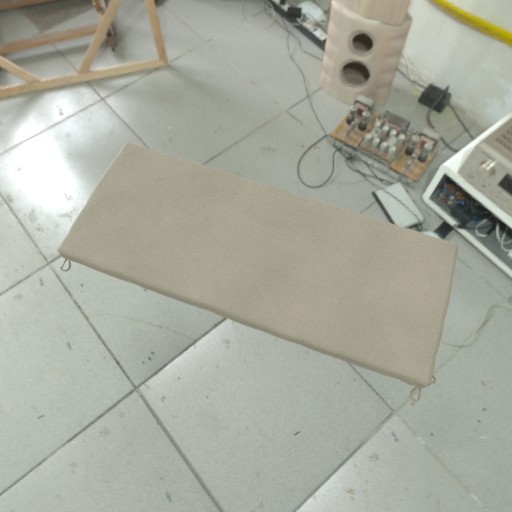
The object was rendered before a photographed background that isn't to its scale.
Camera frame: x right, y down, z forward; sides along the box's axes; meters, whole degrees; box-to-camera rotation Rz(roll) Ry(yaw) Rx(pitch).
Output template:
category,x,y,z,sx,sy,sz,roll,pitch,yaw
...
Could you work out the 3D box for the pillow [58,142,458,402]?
category,x,y,z,sx,sy,sz,roll,pitch,yaw
pillow,0.000,0.000,1.362,1.187,0.081,0.492,19,65,9
